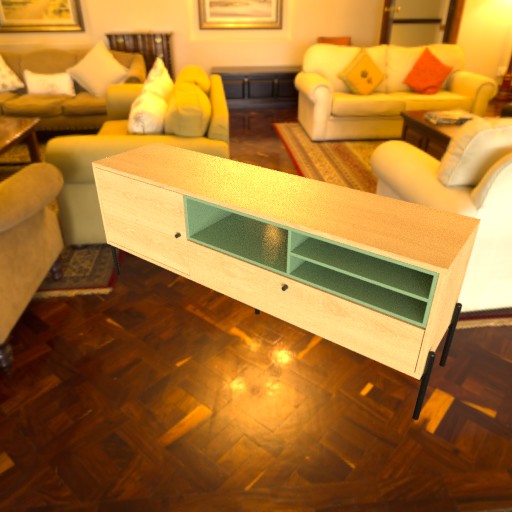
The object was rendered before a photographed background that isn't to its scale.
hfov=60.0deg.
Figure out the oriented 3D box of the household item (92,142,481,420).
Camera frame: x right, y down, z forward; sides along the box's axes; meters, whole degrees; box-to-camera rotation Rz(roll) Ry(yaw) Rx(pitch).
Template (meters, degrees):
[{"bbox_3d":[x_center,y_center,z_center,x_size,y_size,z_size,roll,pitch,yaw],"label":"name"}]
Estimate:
[{"bbox_3d":[0.000,0.000,1.825,1.550,0.600,0.400,20,36,30],"label":"household item"}]
